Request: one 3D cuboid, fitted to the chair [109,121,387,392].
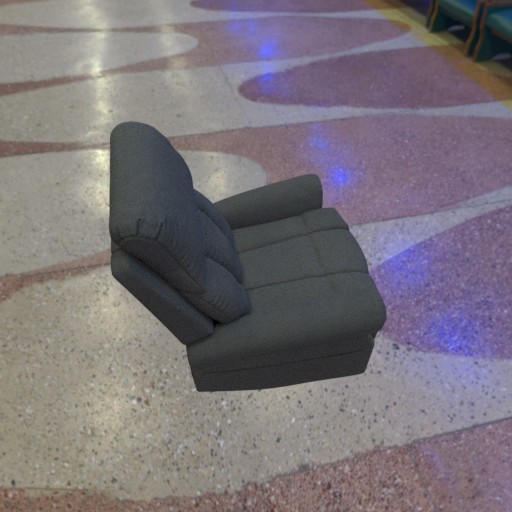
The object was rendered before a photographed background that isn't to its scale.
[{"bbox_3d":[0.000,0.000,1.812,0.979,1.031,0.871,-9,47,-8],"label":"chair"}]
